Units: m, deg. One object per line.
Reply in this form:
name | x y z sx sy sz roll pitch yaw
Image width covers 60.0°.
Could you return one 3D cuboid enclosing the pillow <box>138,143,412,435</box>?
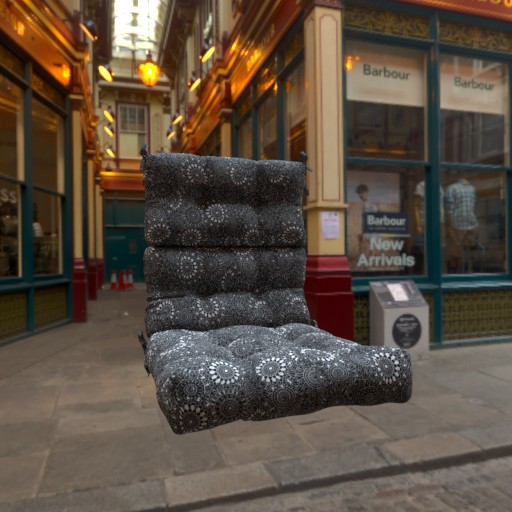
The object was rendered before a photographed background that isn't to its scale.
pillow | 0.000 0.000 1.040 0.519 0.605 0.571 0 1 -18
